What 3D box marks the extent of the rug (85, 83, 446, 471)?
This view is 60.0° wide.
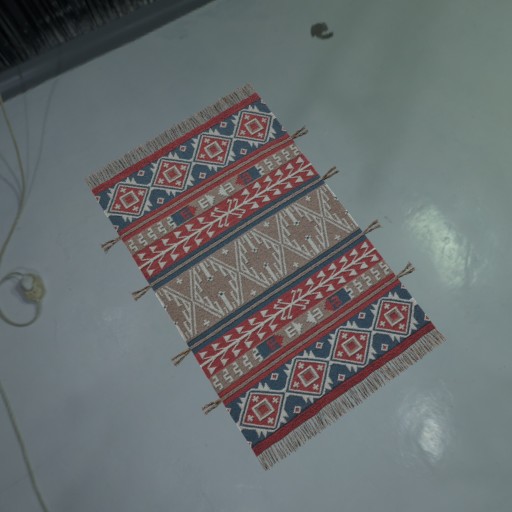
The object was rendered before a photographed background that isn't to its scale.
[{"bbox_3d":[0.000,0.000,2.614,1.469,0.040,2.025,-33,78,-8],"label":"rug"}]
